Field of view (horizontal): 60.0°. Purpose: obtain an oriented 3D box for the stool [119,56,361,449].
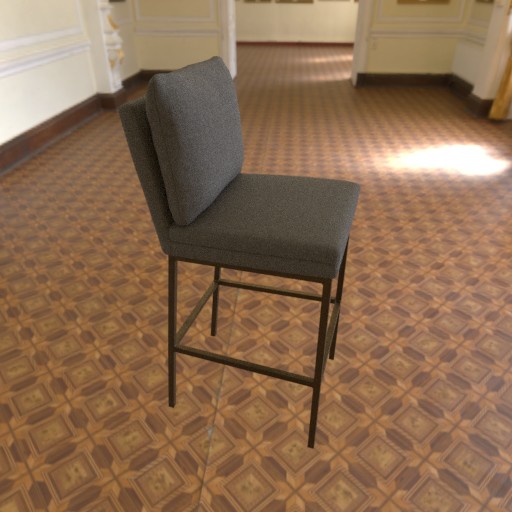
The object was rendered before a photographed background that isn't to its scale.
[{"bbox_3d":[0.000,0.000,1.413,0.569,1.132,0.463,9,33,15],"label":"stool"}]
